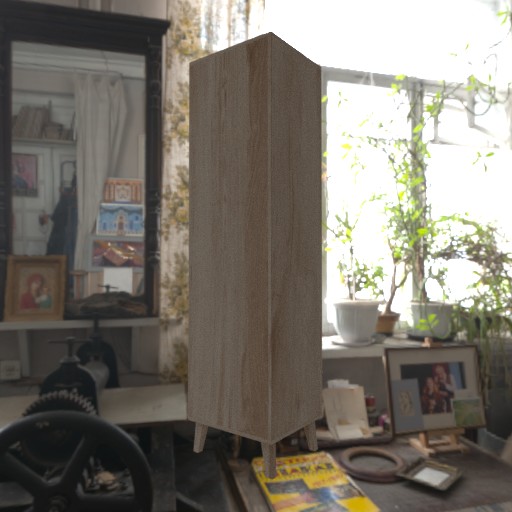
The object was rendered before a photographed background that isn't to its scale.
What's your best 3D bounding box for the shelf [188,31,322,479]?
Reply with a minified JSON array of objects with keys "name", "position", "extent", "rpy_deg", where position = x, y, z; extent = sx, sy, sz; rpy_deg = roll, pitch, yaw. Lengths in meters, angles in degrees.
[{"name":"shelf","position":[0.000,0.000,2.254],"extent":[0.510,1.960,0.450],"rpy_deg":[-1,-1,37]}]
